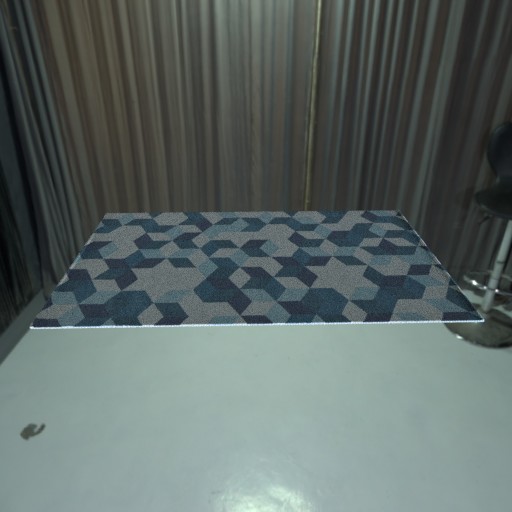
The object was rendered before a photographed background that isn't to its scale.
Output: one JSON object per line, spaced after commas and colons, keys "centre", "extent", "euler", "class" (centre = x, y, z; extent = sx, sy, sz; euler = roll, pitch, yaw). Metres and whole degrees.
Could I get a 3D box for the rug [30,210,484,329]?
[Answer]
{"centre": [0.000, 0.000, 3.036], "extent": [2.438, 0.015, 1.518], "euler": [-1, 29, -1], "class": "rug"}
